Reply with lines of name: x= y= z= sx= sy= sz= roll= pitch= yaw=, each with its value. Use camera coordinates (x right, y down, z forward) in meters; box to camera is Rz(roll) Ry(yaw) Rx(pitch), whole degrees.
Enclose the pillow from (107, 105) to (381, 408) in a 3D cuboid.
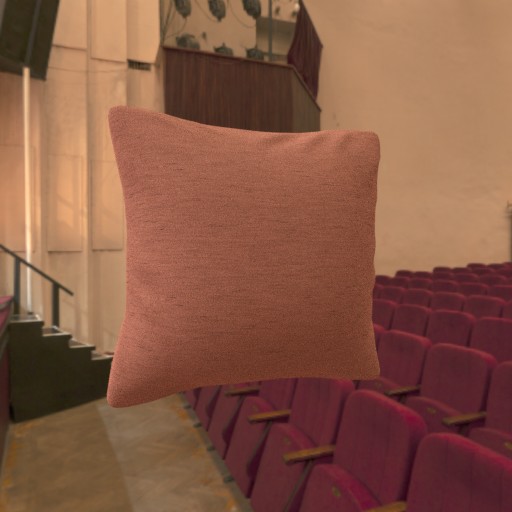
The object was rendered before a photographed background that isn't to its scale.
pillow: x=0.000 y=0.000 z=0.675 sx=0.432 sy=0.415 sz=0.246 roll=0 pitch=1 yaw=-19
